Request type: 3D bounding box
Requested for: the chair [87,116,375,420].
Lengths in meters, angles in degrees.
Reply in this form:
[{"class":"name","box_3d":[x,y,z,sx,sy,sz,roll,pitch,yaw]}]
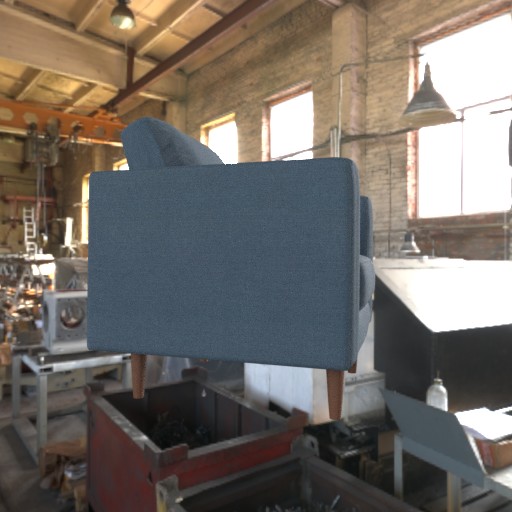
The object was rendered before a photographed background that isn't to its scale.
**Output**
[{"class":"chair","box_3d":[0.000,0.000,1.602,0.820,0.922,0.855,0,0,17]}]
